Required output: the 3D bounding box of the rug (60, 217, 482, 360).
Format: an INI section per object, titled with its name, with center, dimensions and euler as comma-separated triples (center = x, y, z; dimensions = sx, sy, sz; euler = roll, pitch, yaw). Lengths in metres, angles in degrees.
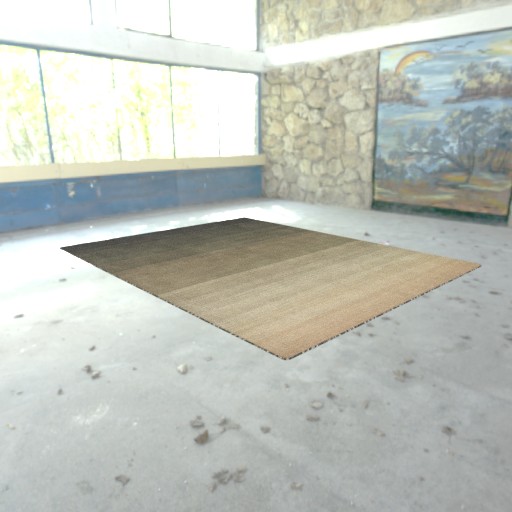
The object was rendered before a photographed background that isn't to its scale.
[rug]
center = 0.000, 0.000, 3.836
dimensions = 2.305, 0.017, 2.902
euler = -14, 20, -41
